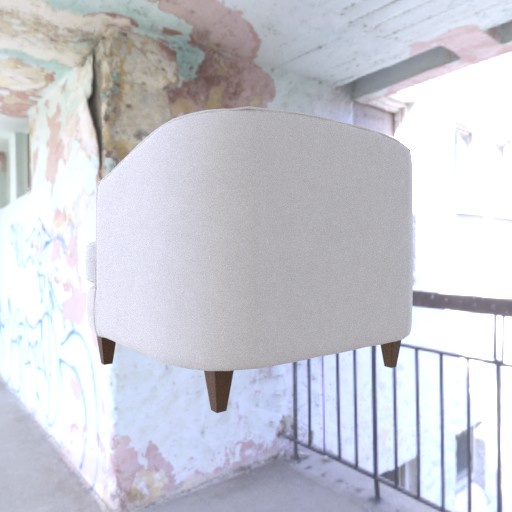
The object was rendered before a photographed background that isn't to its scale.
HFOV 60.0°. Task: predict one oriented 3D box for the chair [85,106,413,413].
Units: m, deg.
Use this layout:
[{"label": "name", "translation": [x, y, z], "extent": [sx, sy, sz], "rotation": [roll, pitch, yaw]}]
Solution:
[{"label": "chair", "translation": [0.000, 0.000, 1.758], "extent": [1.104, 0.852, 0.941], "rotation": [-1, 1, -37]}]
